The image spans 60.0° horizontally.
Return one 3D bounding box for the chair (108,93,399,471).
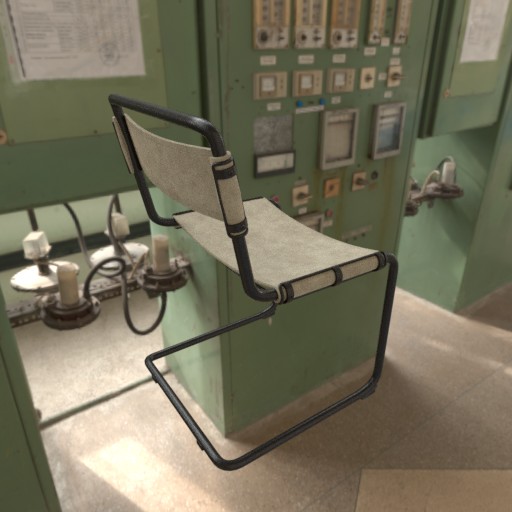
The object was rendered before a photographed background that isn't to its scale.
[{"bbox_3d":[0.000,0.000,1.082,0.497,0.747,0.499,-17,31,-30],"label":"chair"}]
